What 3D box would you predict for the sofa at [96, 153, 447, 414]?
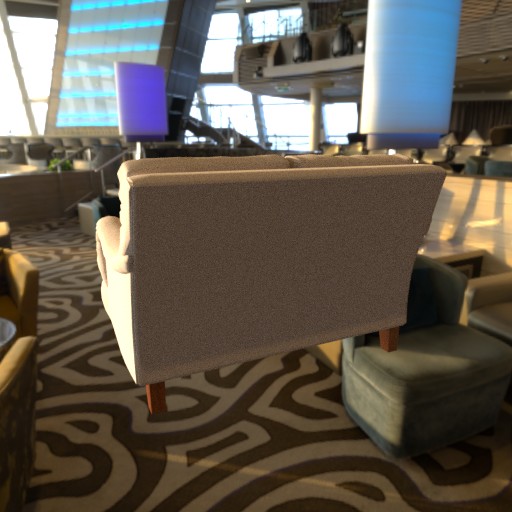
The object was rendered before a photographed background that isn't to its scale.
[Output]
[{"bbox_3d":[0.000,0.000,2.304,1.508,1.048,1.087,-7,17,-25],"label":"sofa"}]
